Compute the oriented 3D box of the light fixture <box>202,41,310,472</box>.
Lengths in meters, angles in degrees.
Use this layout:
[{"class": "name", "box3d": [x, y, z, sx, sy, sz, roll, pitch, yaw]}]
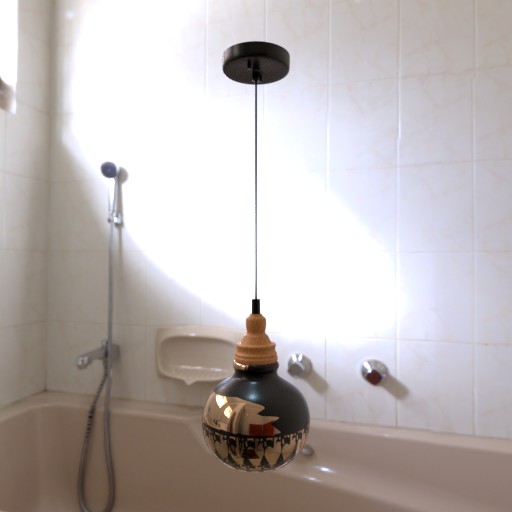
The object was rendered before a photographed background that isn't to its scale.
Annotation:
[{"class": "light fixture", "box3d": [0.000, 0.000, 1.784, 0.430, 1.606, 0.430, 0, -1, 19]}]
